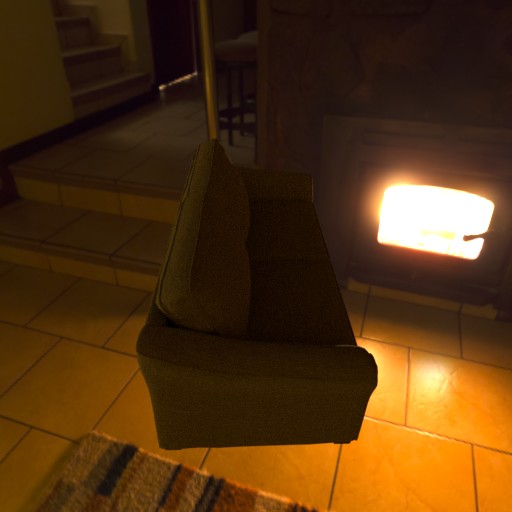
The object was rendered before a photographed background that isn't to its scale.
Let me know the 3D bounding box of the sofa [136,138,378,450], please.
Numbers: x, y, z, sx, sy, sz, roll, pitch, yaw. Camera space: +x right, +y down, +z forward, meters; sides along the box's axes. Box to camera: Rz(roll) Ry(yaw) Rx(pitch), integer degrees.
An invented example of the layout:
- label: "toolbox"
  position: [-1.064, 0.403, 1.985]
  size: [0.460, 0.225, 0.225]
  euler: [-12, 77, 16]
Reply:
- label: "sofa"
  position: [0.000, 0.000, 2.752]
  size: [0.971, 0.950, 2.270]
  euler: [-1, 32, -1]
